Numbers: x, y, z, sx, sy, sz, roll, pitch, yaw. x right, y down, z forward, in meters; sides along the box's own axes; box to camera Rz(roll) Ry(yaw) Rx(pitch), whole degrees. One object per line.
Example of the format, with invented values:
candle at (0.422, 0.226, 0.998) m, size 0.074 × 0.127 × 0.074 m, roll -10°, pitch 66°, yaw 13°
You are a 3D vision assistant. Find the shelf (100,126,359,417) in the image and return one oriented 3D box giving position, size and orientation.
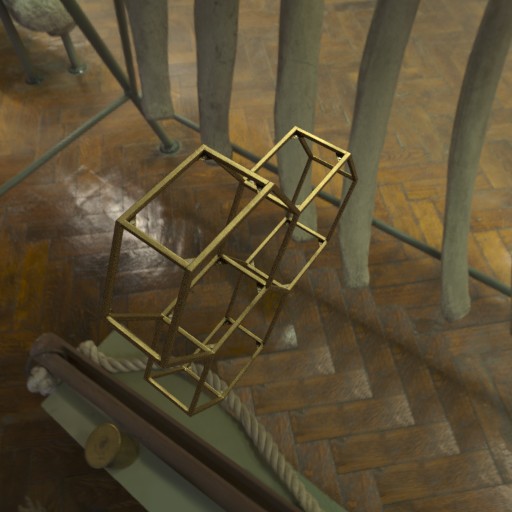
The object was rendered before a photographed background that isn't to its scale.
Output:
shelf at (0.000, 0.000, 1.047) m, size 0.150 × 0.701 × 0.708 m, roll 32°, pitch 63°, yaw 19°
